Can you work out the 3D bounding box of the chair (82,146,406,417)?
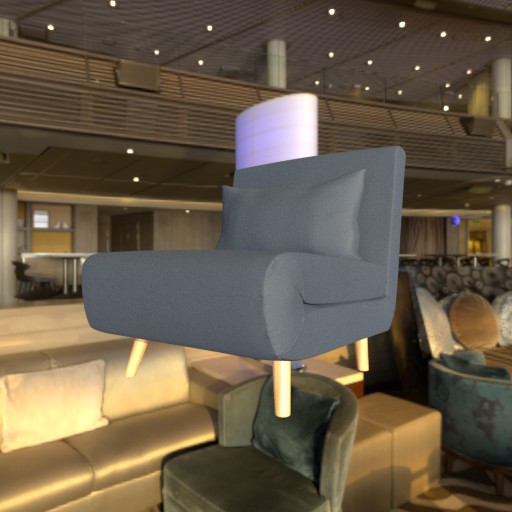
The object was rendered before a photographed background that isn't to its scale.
[{"bbox_3d":[0.000,0.000,1.531,0.770,0.808,0.900,0,0,37],"label":"chair"}]
